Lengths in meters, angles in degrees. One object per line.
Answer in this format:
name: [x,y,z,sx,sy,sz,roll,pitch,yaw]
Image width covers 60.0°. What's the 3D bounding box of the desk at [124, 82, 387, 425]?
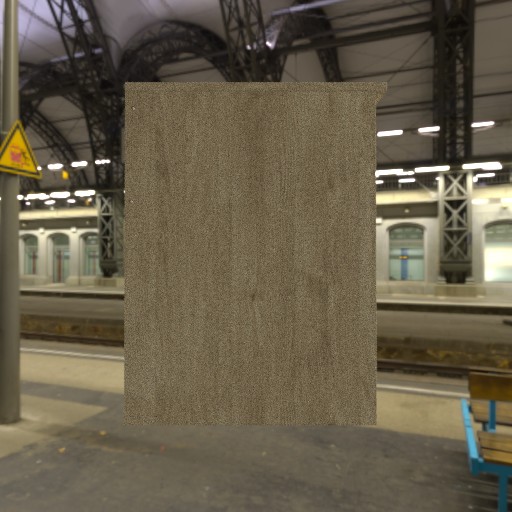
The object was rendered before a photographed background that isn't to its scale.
desk: [0.000,0.000,1.492,0.560,0.730,1.100,0,-1,0]
